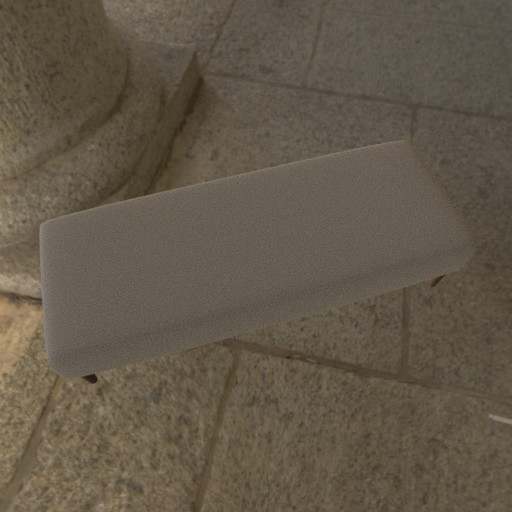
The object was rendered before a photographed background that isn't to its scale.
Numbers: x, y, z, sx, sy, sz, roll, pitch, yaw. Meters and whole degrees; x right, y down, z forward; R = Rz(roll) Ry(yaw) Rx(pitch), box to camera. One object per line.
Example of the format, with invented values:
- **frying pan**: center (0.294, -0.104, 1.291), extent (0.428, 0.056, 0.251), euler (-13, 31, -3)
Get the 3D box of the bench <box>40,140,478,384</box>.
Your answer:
- **bench**: center (0.000, 0.000, 1.851), extent (1.609, 0.393, 0.646), euler (-14, 59, -9)
